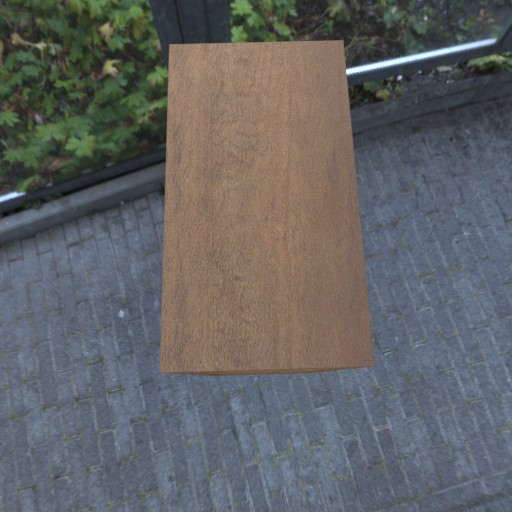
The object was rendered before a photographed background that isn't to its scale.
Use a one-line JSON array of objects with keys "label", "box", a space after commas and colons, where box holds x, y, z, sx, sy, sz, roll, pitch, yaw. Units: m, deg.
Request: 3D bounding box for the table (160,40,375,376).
[{"label": "table", "box": [0.000, 0.000, 1.762, 0.524, 1.294, 0.901, -2, 75, 0]}]
